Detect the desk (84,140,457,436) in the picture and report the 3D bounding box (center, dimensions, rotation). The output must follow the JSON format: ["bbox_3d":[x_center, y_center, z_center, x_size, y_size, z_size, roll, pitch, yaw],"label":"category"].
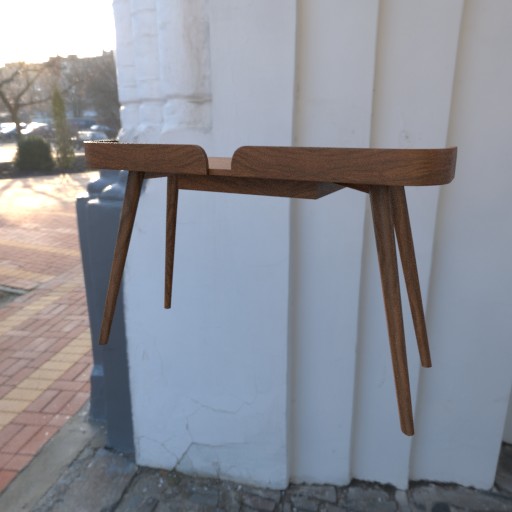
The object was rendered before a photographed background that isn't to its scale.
[{"bbox_3d":[0.000,0.000,1.615,1.256,0.800,0.486,8,18,26],"label":"desk"}]
